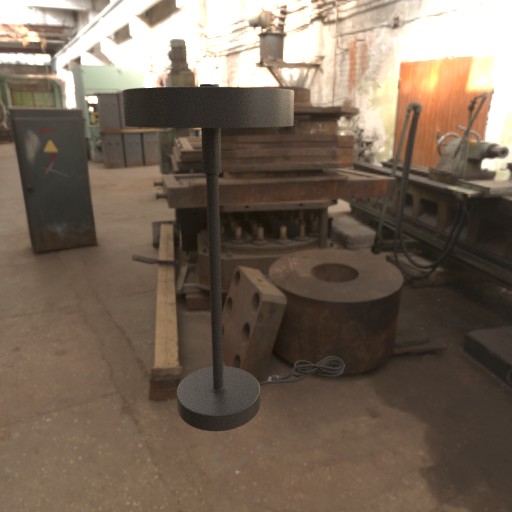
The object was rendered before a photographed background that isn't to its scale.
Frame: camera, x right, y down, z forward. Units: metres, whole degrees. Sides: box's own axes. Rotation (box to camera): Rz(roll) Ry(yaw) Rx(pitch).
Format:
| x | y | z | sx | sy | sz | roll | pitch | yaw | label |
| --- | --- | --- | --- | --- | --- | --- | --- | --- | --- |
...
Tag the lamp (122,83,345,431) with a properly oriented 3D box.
| x | y | z | sx | sy | sz | roll | pitch | yaw | label |
| --- | --- | --- | --- | --- | --- | --- | --- | --- | --- |
| 0.000 | 0.000 | 0.707 | 0.369 | 0.508 | 0.229 | -9 | 20 | -25 | lamp |
